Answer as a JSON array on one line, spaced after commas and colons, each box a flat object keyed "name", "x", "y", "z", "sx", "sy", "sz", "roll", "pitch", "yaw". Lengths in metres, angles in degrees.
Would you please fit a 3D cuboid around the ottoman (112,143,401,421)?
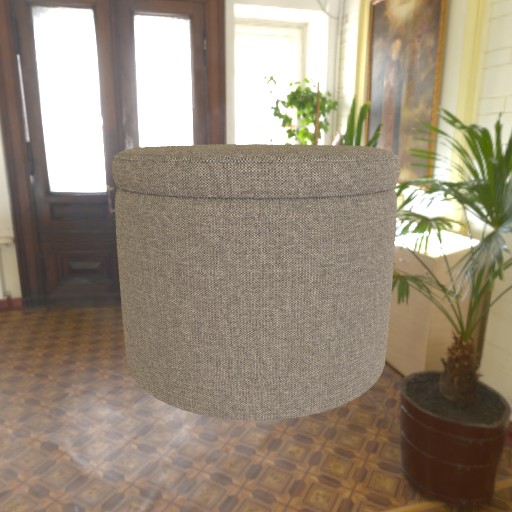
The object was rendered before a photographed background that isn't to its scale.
[{"name": "ottoman", "x": 0.000, "y": 0.000, "z": 0.875, "sx": 0.520, "sy": 0.430, "sz": 0.520, "roll": 0, "pitch": 14, "yaw": 0}]
